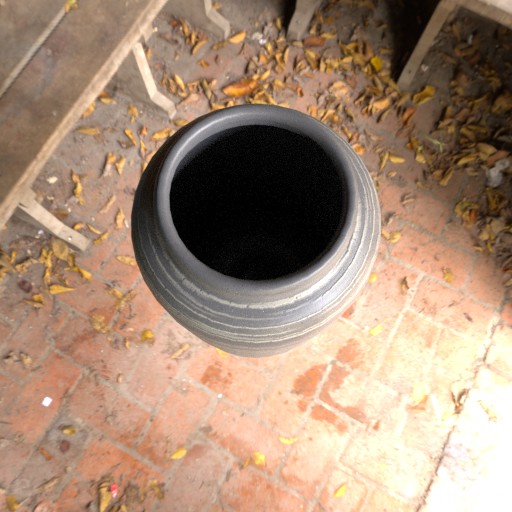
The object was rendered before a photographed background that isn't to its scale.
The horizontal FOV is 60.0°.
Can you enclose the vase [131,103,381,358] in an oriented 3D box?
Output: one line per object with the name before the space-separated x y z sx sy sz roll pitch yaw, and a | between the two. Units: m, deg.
vase | 0.000 0.000 0.675 0.297 0.499 0.297 0 75 0
